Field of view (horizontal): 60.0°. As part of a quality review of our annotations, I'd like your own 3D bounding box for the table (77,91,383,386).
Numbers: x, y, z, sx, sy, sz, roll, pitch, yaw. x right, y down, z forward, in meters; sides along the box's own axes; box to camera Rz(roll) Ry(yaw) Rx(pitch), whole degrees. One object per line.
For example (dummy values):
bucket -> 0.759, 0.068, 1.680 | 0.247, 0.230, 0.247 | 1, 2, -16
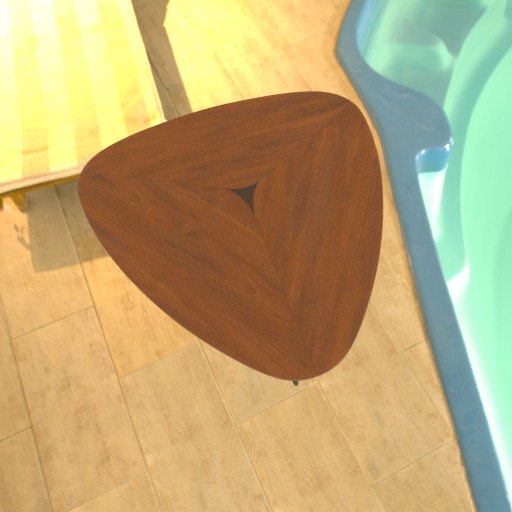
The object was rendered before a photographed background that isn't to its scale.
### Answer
table -> 0.000, 0.000, 1.327 | 0.833, 0.413, 0.821 | -18, 66, -8
